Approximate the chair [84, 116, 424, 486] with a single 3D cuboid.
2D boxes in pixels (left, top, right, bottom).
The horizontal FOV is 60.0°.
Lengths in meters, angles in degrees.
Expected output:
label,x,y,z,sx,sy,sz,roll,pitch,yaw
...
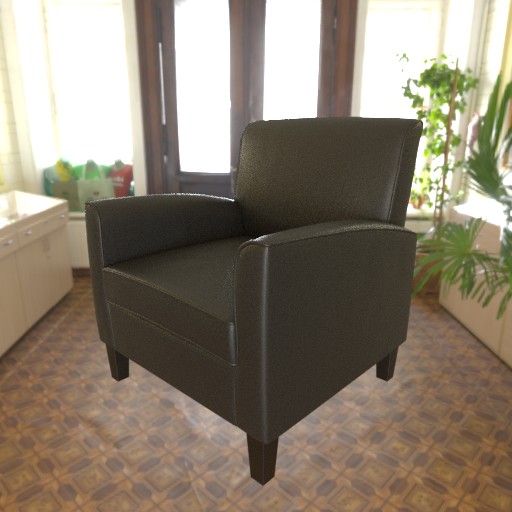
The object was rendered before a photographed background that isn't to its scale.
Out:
label,x,y,z,sx,sy,sz,roll,pitch,yaw
chair,0.000,0.000,1.507,0.820,0.916,0.819,15,22,41
